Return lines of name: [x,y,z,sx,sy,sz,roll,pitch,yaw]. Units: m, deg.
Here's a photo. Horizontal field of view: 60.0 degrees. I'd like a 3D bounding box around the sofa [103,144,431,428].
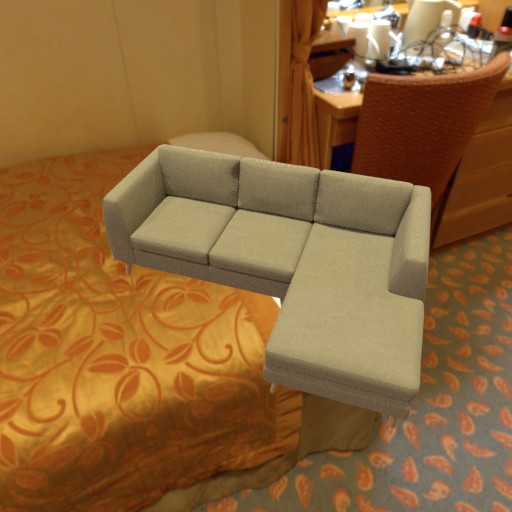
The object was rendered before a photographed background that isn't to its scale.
sofa: [0.000,0.000,3.123,2.300,0.860,1.580,12,42,14]
